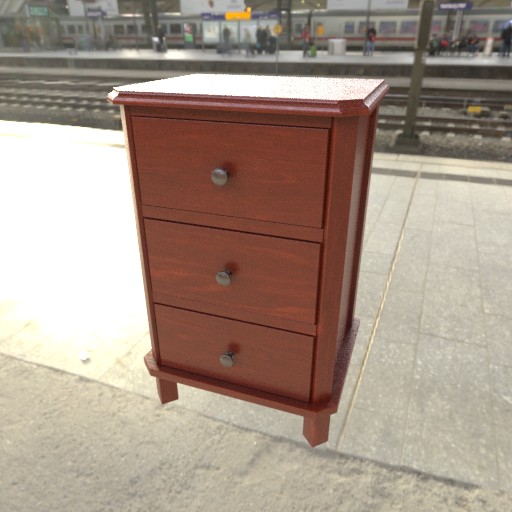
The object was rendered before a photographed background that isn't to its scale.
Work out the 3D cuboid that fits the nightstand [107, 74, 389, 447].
[{"bbox_3d":[0.000,0.000,0.940,0.435,0.681,0.351,9,28,18],"label":"nightstand"}]
